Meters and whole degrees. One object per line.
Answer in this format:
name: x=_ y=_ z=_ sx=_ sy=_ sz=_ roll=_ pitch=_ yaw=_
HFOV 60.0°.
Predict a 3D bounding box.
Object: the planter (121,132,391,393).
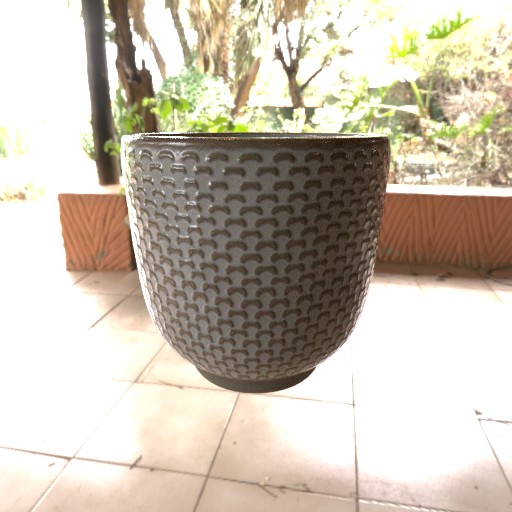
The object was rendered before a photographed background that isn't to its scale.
planter: x=0.000 y=0.000 z=0.359 sx=0.197 sy=0.191 sz=0.197 roll=0 pitch=17 yaw=0
